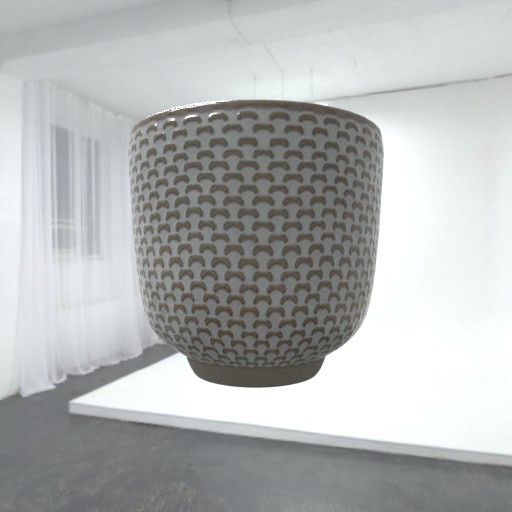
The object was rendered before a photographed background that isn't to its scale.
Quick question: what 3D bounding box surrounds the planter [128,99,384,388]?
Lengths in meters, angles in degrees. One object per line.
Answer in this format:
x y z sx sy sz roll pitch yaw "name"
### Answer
0.000 0.000 0.250 0.139 0.130 0.139 0 0 0 "planter"
